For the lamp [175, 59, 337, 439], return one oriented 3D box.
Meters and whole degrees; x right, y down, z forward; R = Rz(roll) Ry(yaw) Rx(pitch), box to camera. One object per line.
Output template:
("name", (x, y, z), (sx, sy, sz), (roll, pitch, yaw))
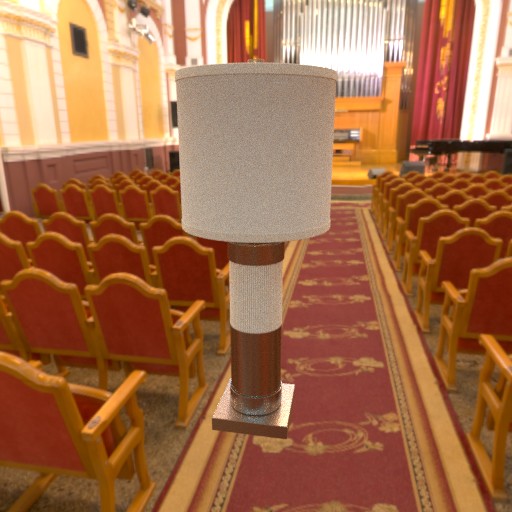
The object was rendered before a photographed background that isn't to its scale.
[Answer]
("lamp", (0.000, 0.000, 0.625), (0.202, 0.509, 0.202), (3, 16, 10))
